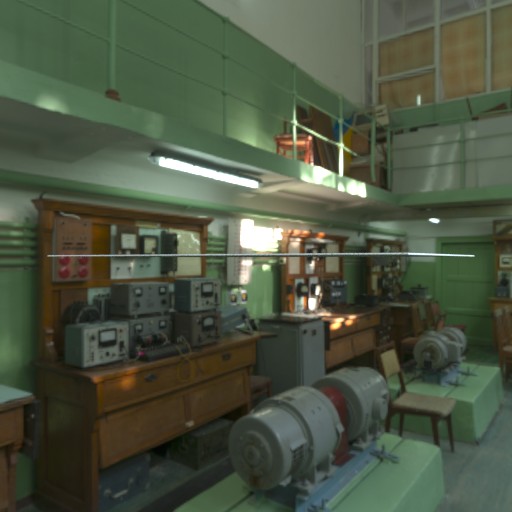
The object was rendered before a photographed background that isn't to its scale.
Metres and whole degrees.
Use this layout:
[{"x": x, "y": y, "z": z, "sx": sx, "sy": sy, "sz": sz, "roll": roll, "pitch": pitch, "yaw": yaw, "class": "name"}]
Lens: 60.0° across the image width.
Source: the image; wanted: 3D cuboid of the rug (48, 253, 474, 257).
[{"x": 0.000, "y": 0.000, "z": 2.979, "sx": 2.440, "sy": 0.008, "sz": 1.524, "roll": 0, "pitch": 0, "yaw": 35, "class": "rug"}]
